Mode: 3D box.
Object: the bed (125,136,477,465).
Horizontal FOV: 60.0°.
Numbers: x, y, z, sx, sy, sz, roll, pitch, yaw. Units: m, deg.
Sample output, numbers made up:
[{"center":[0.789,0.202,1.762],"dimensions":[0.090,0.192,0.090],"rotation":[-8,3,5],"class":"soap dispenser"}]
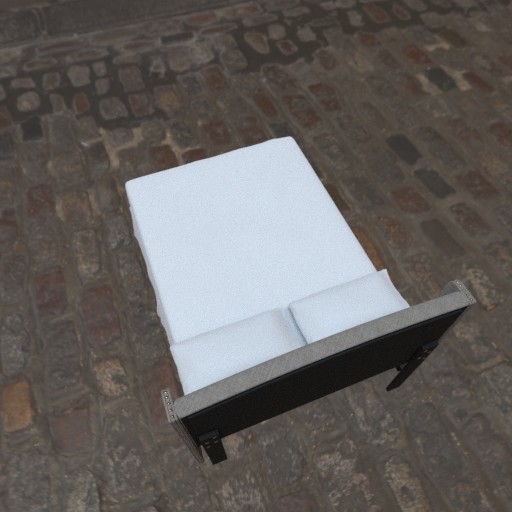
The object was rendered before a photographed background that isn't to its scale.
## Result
[{"center":[0.000,0.000,3.282],"dimensions":[1.710,1.407,2.237],"rotation":[-18,59,-11],"class":"bed"}]
